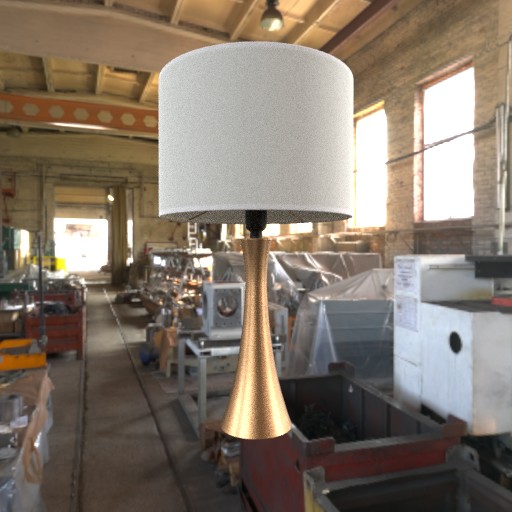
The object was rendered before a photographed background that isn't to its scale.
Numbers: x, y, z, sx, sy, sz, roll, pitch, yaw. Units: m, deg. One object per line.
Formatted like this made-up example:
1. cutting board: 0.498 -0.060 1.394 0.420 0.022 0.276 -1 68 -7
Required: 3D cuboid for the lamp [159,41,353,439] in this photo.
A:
1. lamp: 0.000 0.000 0.627 0.268 0.479 0.268 0 1 36
